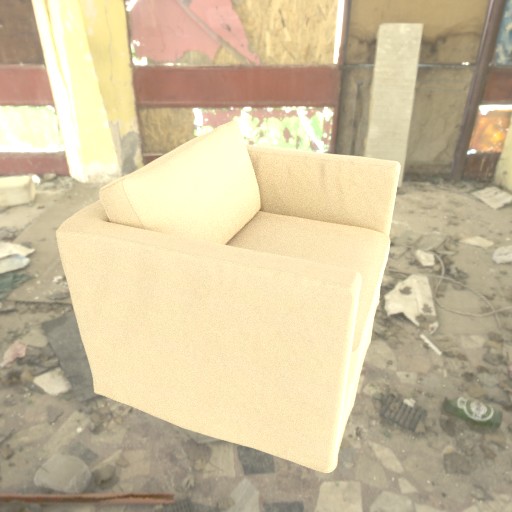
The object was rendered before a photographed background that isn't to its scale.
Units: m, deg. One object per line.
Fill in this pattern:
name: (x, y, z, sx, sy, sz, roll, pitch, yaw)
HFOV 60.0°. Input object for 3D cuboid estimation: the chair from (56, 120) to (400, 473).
chair: (0.000, 0.000, 1.736, 0.947, 0.851, 1.057, 11, 32, 19)
